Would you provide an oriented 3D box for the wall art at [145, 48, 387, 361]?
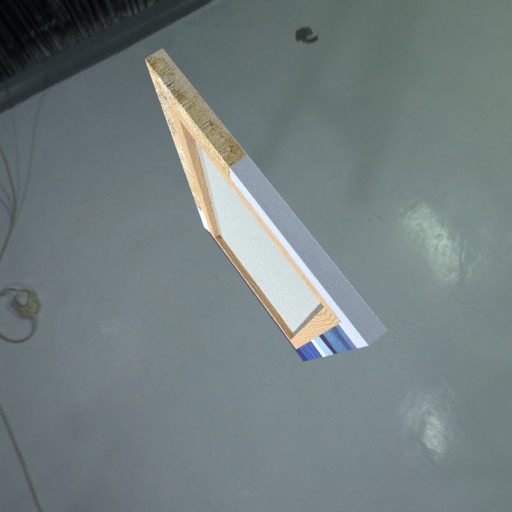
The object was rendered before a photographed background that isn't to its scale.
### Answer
[{"bbox_3d":[0.000,0.000,1.153,0.039,0.911,0.607,-35,78,-9],"label":"wall art"}]
